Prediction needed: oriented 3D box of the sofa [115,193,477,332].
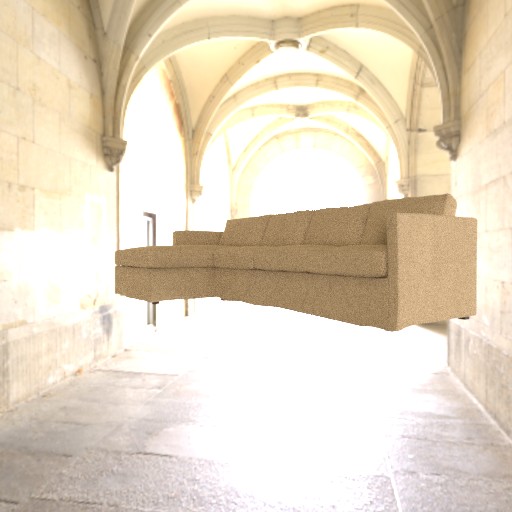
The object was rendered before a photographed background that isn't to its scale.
[{"bbox_3d":[0.000,0.000,3.997,1.650,0.922,3.205,-1,1,-35],"label":"sofa"}]
